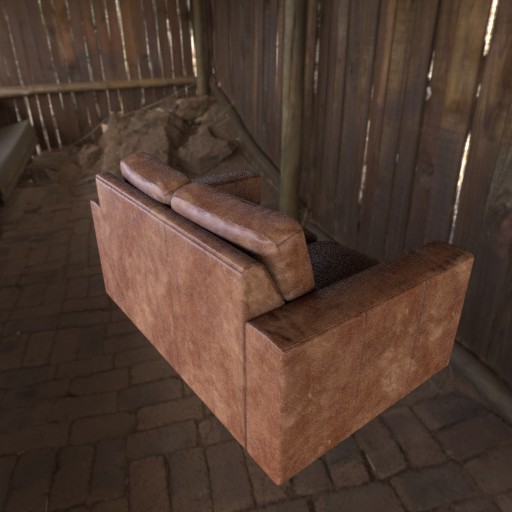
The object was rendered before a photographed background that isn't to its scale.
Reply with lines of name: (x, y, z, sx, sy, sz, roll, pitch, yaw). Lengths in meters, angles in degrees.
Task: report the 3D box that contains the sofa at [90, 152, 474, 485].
sofa: (0.000, 0.000, 2.175, 1.041, 0.889, 1.626, -19, 32, -33)
